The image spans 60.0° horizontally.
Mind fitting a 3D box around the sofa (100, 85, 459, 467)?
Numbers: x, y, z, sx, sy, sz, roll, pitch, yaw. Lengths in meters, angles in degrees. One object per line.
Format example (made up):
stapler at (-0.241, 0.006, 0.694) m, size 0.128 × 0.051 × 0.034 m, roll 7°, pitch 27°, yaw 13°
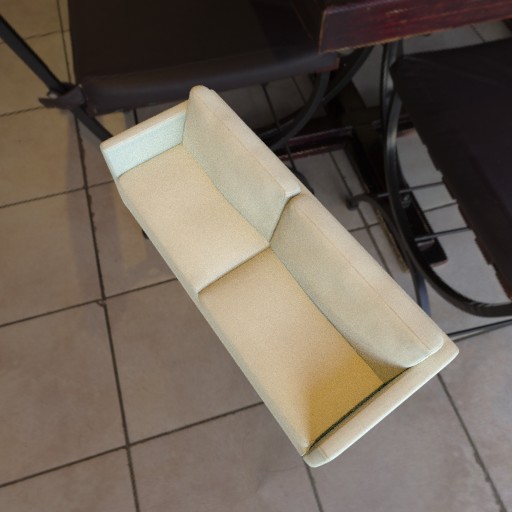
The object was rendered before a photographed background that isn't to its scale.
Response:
sofa at (0.000, 0.000, 2.898) m, size 0.948 × 0.965 × 2.434 m, roll -32°, pitch 67°, yaw -16°
